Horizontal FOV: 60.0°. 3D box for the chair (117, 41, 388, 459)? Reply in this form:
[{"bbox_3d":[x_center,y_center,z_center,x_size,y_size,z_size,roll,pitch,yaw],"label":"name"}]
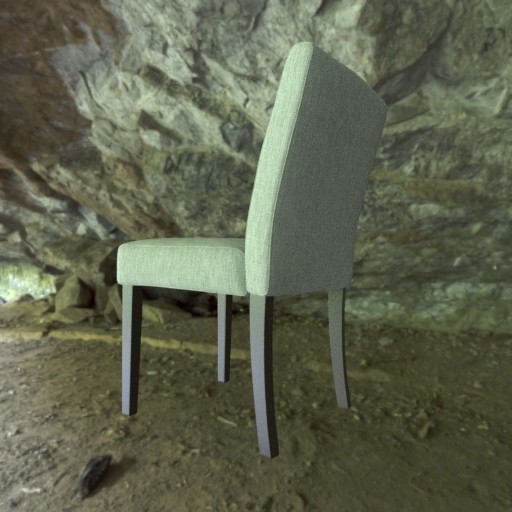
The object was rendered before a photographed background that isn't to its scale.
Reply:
[{"bbox_3d":[0.000,0.000,1.236,0.629,0.884,0.487,0,-1,36],"label":"chair"}]
